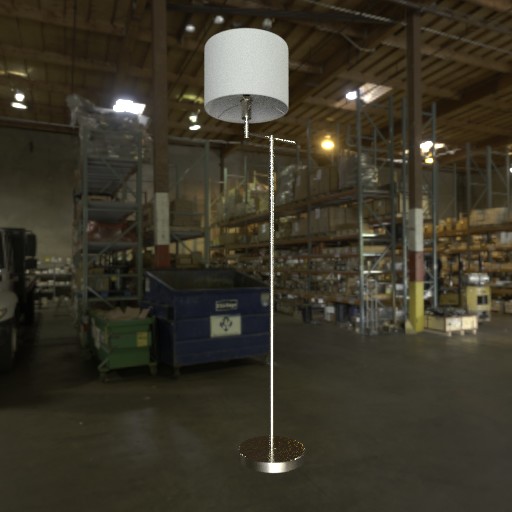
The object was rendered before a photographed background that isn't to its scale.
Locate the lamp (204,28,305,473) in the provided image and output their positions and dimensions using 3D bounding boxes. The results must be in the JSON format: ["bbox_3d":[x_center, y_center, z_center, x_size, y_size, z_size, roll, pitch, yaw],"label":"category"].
[{"bbox_3d":[0.000,0.000,1.734,0.416,1.600,0.324,1,-2,-37],"label":"lamp"}]
